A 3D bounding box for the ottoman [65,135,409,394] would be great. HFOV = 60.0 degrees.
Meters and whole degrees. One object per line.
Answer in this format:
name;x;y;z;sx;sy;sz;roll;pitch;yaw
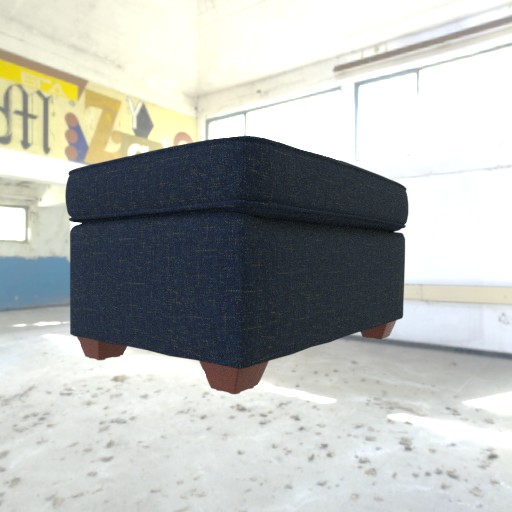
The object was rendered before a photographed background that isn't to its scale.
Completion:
ottoman;0.000;0.000;1.106;0.549;0.450;0.749;0;0;38
